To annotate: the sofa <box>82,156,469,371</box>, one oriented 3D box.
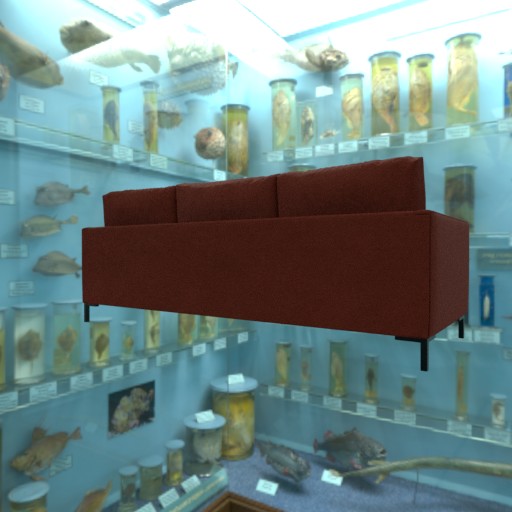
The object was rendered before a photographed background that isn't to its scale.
[{"bbox_3d":[0.000,0.000,2.672,2.252,0.879,0.875,0,1,34],"label":"sofa"}]
